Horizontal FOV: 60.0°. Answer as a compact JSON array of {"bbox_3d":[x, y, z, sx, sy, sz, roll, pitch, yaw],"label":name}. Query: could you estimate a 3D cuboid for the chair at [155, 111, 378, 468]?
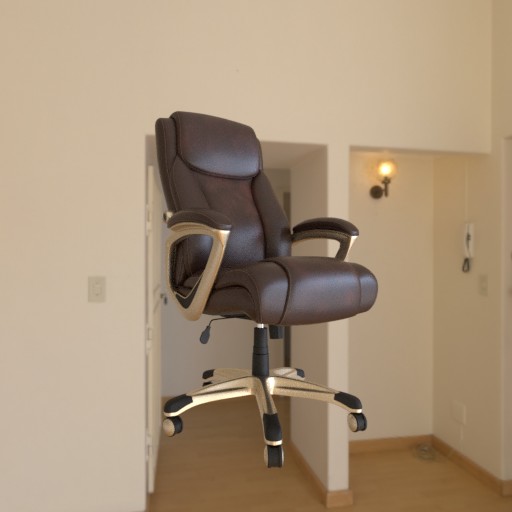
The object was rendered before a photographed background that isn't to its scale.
[{"bbox_3d":[0.000,0.000,1.639,0.692,1.194,0.749,0,0,-37],"label":"chair"}]
